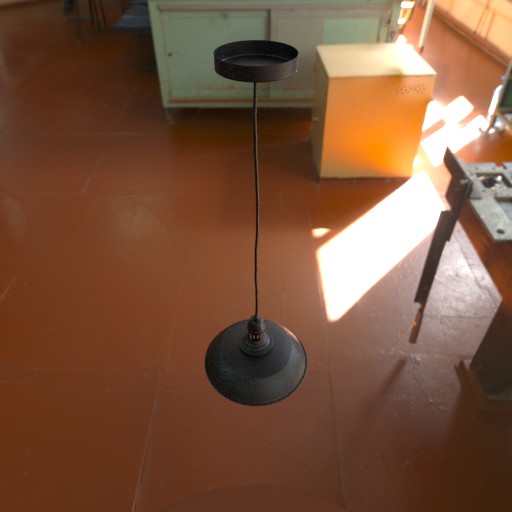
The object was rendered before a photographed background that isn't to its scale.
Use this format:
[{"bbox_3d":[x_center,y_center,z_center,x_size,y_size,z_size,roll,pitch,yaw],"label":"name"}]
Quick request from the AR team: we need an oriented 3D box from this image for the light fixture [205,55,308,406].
[{"bbox_3d":[0.000,0.000,1.141,0.331,0.993,0.331,25,47,26],"label":"light fixture"}]
